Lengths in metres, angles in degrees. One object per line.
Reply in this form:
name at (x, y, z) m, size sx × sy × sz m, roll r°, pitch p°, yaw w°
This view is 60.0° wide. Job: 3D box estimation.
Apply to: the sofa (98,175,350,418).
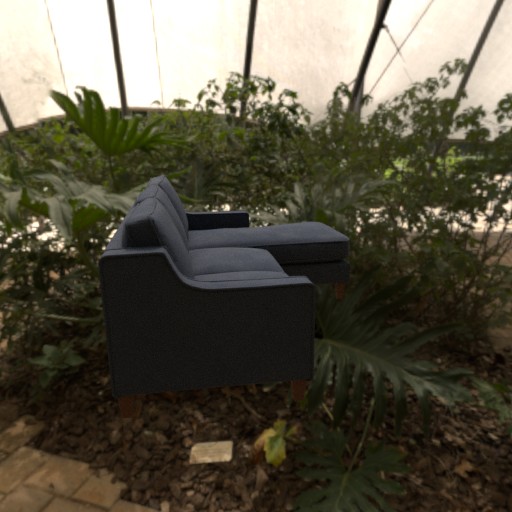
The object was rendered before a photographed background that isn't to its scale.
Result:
sofa at (0.000, 0.000, 3.350) m, size 1.858 × 1.066 × 2.317 m, roll -3°, pitch 15°, yaw -9°
